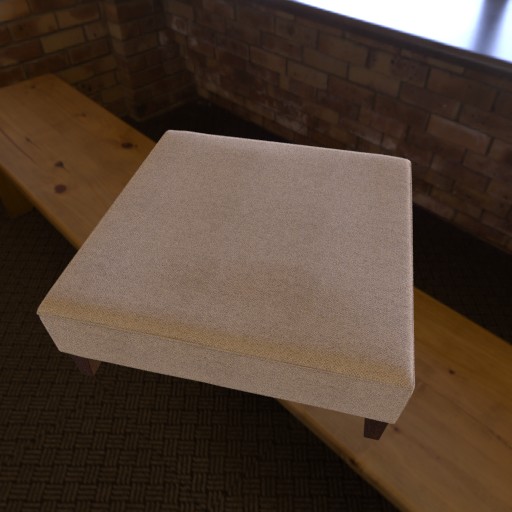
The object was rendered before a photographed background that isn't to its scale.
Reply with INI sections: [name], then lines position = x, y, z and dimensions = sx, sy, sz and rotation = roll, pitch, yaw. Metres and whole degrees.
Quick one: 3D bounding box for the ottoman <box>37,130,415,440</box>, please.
[ottoman]
position = 0.000, 0.000, 1.520
dimensions = 0.982, 0.381, 0.973
rotation = 9, 46, 9
